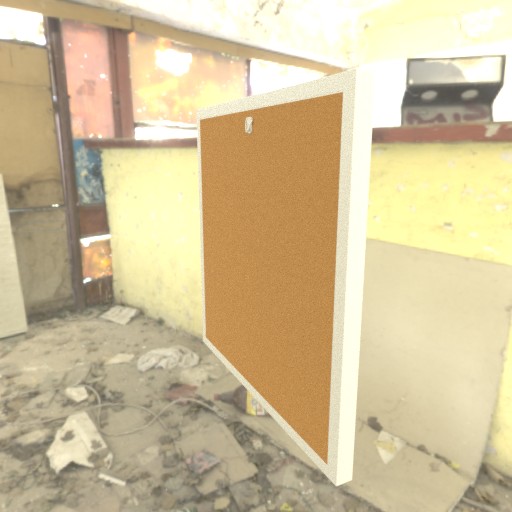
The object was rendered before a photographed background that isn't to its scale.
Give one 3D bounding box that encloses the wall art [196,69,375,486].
[{"bbox_3d":[0.000,0.000,1.115,0.050,0.762,0.761,-6,15,-26],"label":"wall art"}]
